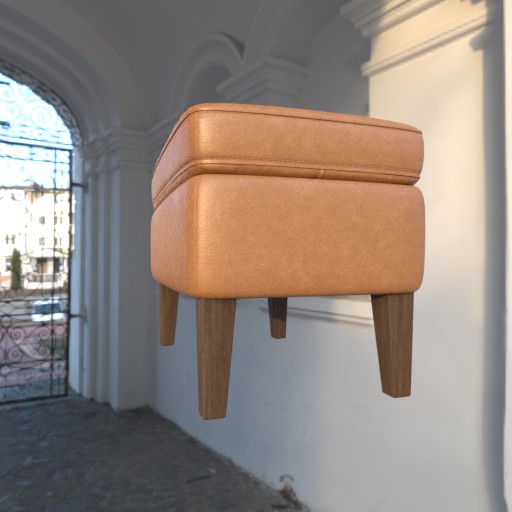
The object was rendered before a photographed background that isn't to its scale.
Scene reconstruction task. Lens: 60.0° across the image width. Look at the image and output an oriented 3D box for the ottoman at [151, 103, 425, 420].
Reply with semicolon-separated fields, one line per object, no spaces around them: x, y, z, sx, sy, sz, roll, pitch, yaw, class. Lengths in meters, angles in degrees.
0.000;0.000;0.972;0.420;0.480;0.670;0;0;-18;ottoman
